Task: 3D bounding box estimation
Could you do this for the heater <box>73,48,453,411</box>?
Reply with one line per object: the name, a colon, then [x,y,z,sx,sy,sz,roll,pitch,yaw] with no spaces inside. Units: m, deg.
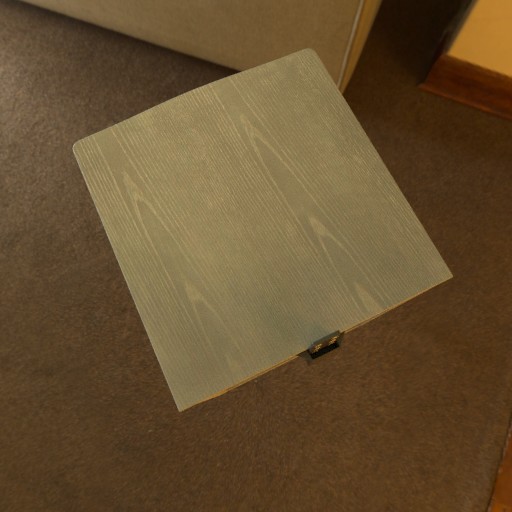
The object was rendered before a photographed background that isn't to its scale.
heater: [0.000,0.000,0.759,0.362,0.481,0.400,-25,76,-7]
